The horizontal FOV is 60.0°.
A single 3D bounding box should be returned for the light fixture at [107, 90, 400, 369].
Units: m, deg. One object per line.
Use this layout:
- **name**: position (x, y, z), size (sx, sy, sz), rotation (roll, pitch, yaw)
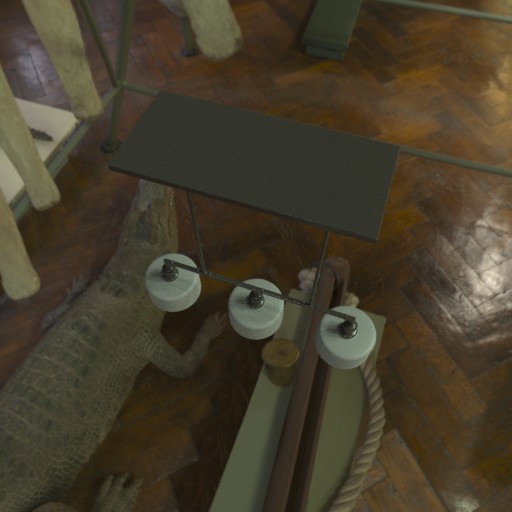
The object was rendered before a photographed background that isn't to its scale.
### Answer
- **light fixture**: position (0.000, 0.000, 0.884), size (0.582, 0.557, 0.177), rotation (17, 60, 10)
